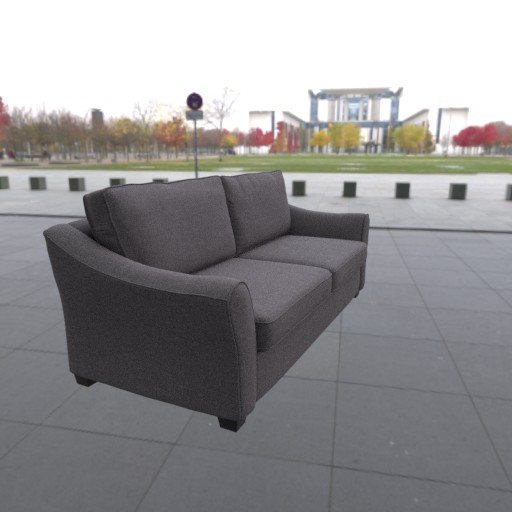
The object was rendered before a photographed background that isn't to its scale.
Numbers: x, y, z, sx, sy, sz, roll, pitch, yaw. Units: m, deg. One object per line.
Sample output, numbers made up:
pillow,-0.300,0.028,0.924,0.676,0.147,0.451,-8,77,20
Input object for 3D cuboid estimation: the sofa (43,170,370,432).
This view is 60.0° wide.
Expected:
sofa,0.000,0.000,2.739,1.013,0.976,2.203,7,15,26
